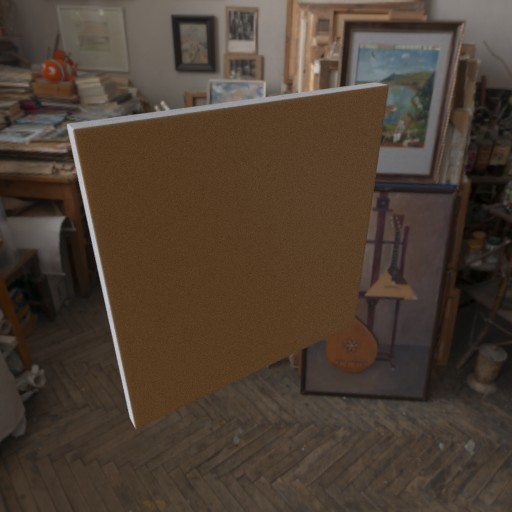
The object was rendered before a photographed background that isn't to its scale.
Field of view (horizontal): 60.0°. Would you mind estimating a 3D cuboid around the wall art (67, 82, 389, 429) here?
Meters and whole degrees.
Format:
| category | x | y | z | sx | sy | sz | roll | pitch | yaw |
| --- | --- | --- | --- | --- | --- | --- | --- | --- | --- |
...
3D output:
| category | x | y | z | sx | sy | sz | roll | pitch | yaw |
| --- | --- | --- | --- | --- | --- | --- | --- | --- | --- |
| wall art | 0.000 | 0.000 | 1.912 | 1.287 | 1.288 | 0.078 | -18 | 35 | -28 |
